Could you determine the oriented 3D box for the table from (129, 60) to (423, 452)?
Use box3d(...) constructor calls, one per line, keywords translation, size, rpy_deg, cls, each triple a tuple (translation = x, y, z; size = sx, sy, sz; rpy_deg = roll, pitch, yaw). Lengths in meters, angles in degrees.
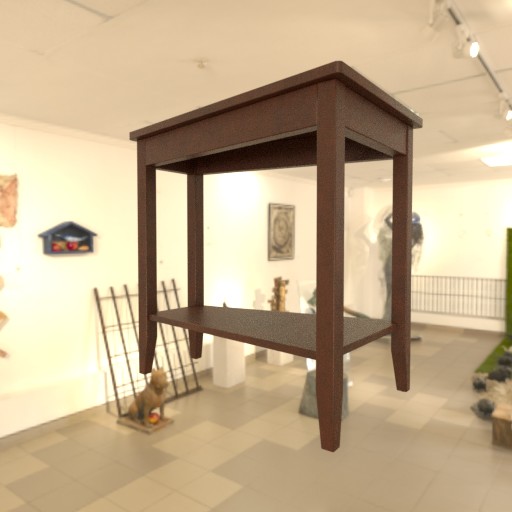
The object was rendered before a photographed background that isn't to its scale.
box3d(translation=(0.000, 0.000, 0.988), size=(0.605, 0.589, 0.399), rpy_deg=(2, 2, 37), cls="table")
